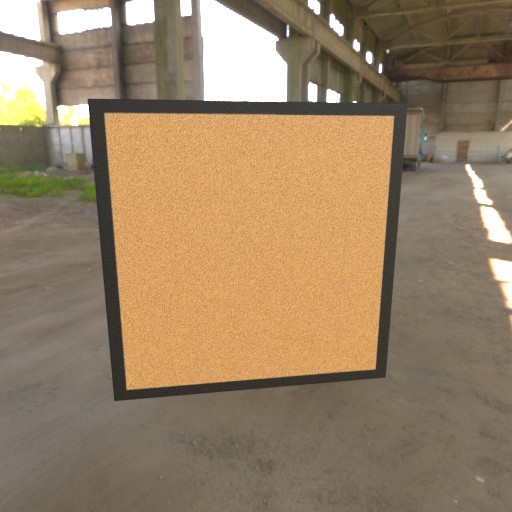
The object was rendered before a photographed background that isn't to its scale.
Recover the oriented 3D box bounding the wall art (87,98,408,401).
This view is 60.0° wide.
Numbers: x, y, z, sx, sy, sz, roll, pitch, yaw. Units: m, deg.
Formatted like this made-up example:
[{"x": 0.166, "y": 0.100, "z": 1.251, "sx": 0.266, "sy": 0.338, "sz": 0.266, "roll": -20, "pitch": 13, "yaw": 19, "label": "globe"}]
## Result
[{"x": 0.000, "y": 0.000, "z": 0.994, "sx": 0.663, "sy": 0.659, "sz": 0.016, "roll": -2, "pitch": 15, "yaw": -9, "label": "wall art"}]
